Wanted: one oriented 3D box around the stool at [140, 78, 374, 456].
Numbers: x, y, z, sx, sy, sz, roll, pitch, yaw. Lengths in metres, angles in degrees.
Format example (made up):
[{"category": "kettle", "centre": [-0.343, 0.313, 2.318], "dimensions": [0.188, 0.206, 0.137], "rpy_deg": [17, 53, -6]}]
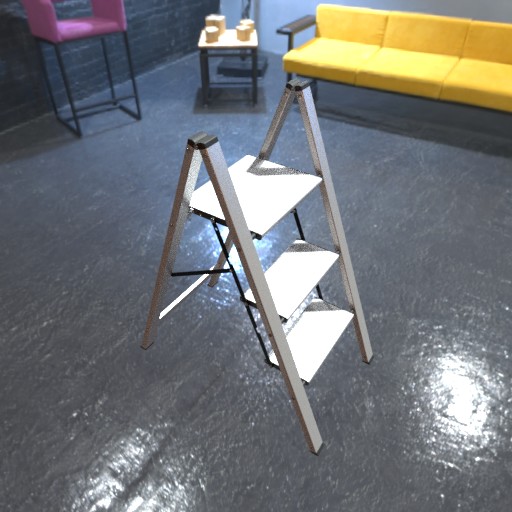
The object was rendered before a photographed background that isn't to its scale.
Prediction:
[{"category": "stool", "centre": [0.000, 0.000, 1.311], "dimensions": [0.730, 0.902, 0.441], "rpy_deg": [23, 45, 25]}]
